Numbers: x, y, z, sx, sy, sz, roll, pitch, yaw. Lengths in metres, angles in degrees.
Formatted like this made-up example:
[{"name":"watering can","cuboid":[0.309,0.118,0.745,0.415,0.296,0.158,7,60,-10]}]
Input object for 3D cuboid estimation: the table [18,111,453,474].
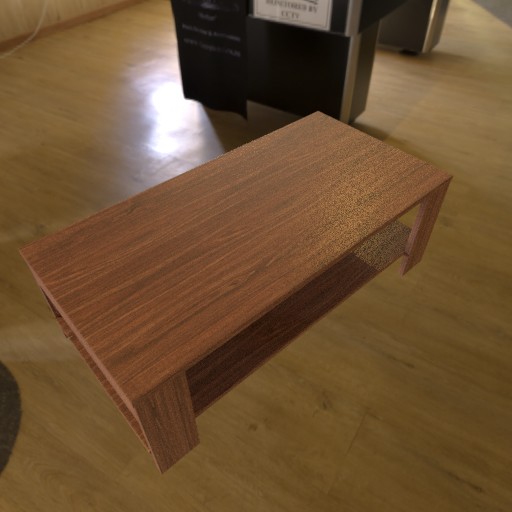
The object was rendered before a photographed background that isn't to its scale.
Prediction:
[{"name":"table","cuboid":[0.000,0.000,1.470,1.200,0.400,0.600,-32,53,-28]}]
